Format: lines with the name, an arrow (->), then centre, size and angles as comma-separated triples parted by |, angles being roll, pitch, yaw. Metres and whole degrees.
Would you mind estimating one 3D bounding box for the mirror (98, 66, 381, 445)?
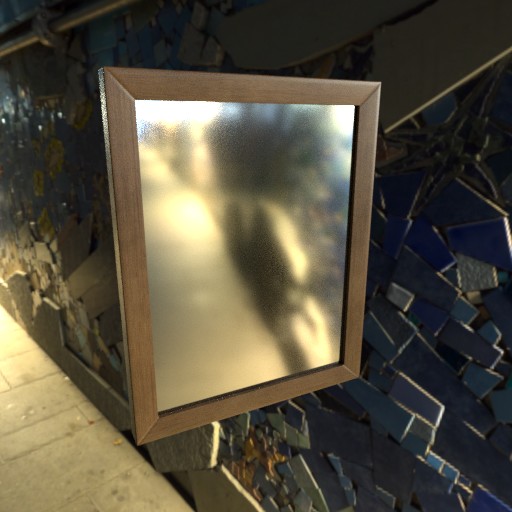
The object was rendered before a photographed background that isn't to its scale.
mirror -> 0.000, 0.000, 0.673 | 0.405, 0.508, 0.041 | -8, 18, -26
